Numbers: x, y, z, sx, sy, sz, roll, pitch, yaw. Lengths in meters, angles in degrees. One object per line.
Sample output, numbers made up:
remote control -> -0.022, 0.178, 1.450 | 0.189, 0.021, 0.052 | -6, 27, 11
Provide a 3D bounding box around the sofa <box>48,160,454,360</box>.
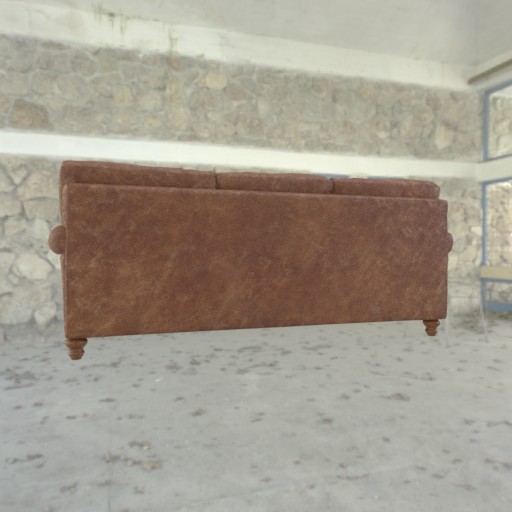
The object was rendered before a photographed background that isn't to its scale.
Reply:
sofa -> 0.000, 0.000, 2.815 | 2.351, 0.977, 0.973 | 0, 0, -17
